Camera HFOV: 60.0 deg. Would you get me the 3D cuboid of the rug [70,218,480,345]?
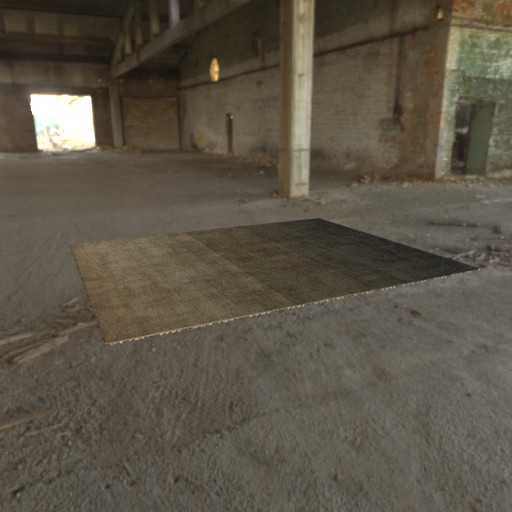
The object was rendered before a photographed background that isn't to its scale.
[{"bbox_3d":[0.000,0.000,3.926,2.902,0.017,2.306,-8,18,-25],"label":"rug"}]
